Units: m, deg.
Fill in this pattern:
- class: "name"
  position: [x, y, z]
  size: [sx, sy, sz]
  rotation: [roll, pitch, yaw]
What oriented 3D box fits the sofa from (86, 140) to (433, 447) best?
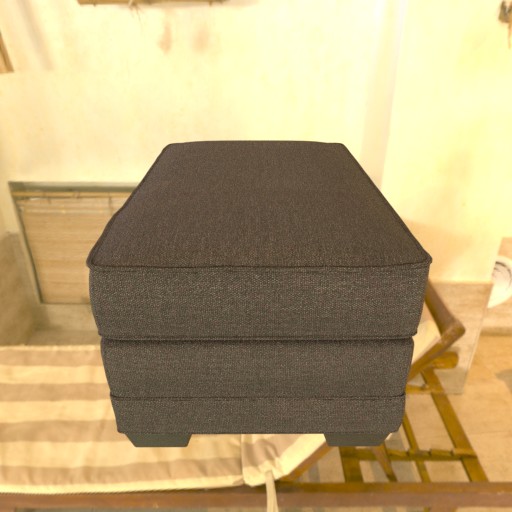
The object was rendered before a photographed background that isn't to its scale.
- class: "sofa"
  position: [0.000, 0.000, 1.167]
  size: [0.578, 0.457, 0.854]
  rotation: [0, 28, 0]
